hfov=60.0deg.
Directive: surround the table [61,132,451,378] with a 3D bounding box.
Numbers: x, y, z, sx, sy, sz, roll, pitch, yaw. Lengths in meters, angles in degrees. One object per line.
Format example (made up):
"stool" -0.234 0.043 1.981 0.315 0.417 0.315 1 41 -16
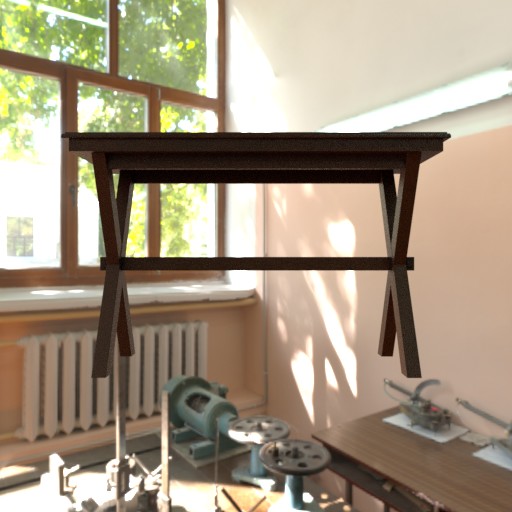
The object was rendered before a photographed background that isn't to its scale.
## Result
"table" 0.000 0.000 1.561 1.197 0.763 0.399 0 0 0
